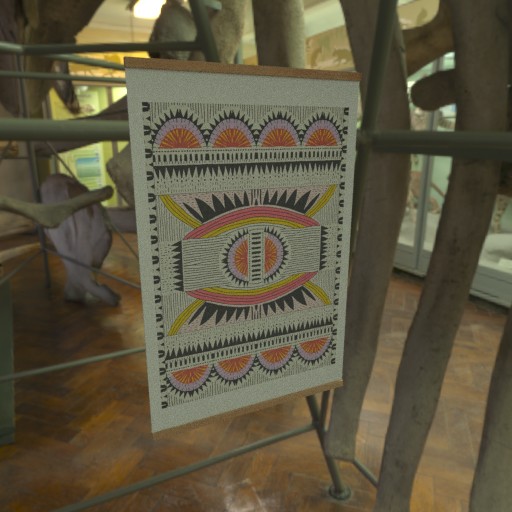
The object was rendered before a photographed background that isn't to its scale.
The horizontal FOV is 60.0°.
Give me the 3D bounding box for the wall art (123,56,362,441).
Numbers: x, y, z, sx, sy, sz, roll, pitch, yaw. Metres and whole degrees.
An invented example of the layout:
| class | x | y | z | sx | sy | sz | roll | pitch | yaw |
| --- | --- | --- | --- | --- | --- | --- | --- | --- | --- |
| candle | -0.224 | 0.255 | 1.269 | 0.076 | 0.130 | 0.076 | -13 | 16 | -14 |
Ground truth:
| class | x | y | z | sx | sy | sz | roll | pitch | yaw |
| --- | --- | --- | --- | --- | --- | --- | --- | --- | --- |
| wall art | 0.000 | 0.000 | 1.928 | 0.999 | 1.533 | 0.028 | -7 | 17 | -25 |
